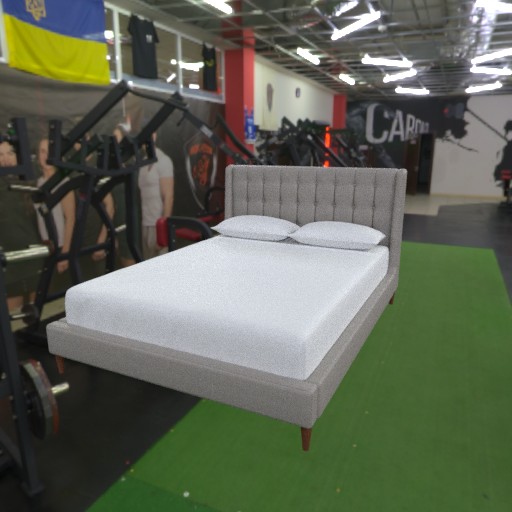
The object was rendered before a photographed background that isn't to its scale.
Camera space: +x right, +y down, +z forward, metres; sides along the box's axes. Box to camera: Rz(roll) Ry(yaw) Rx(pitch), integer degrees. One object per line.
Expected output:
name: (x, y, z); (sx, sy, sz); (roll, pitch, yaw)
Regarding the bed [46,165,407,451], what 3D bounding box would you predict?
bed: (0.000, 0.000, 3.136); (1.656, 1.147, 2.232); (7, 16, 26)
